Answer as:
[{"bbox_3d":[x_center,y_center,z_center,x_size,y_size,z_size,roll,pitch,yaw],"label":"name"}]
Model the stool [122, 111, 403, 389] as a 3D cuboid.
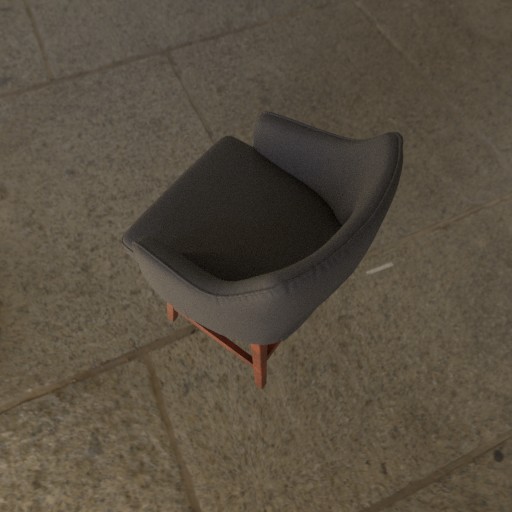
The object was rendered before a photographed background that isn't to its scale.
[{"bbox_3d":[0.000,0.000,1.262,0.558,0.912,0.548,33,67,16],"label":"stool"}]
